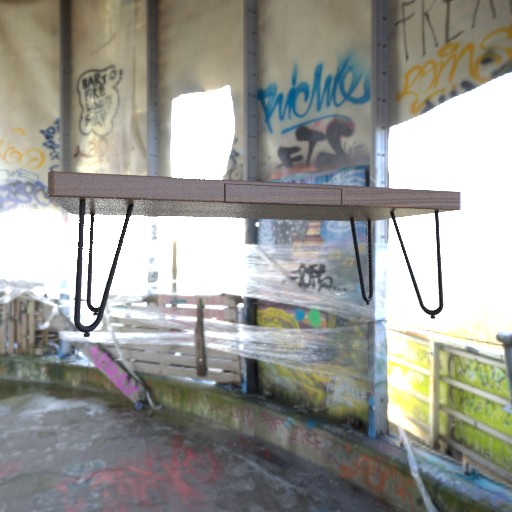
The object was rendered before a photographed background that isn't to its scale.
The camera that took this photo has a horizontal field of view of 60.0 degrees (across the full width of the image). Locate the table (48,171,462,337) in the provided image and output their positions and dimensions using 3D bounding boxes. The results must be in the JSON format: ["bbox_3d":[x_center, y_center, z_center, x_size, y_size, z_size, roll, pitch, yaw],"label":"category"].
[{"bbox_3d":[0.000,0.000,1.699,1.375,0.468,0.637,0,1,-17],"label":"table"}]
